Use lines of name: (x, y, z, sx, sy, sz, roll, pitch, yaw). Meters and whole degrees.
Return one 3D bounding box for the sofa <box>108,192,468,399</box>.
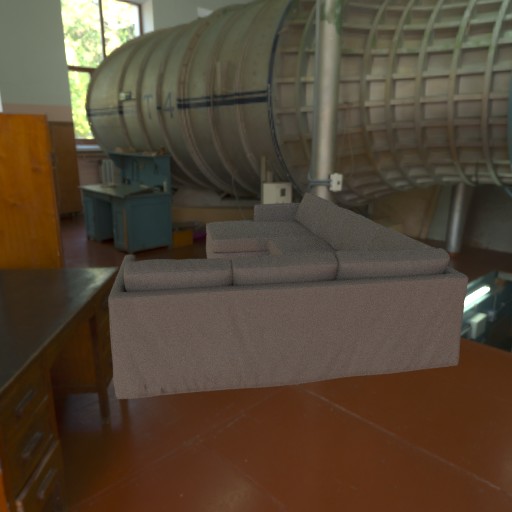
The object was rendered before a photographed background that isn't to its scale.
sofa: (0.000, 0.000, 4.570, 2.476, 0.878, 3.528, -3, 16, -10)
